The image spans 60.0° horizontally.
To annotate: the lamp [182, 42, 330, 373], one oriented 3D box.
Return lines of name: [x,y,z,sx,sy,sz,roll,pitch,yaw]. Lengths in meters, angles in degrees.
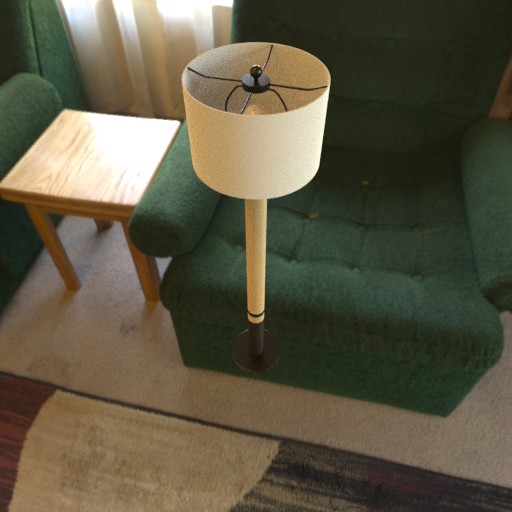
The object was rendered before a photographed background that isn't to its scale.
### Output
lamp: [0.000,0.000,1.683,0.381,1.478,0.381,-4,49,-4]
